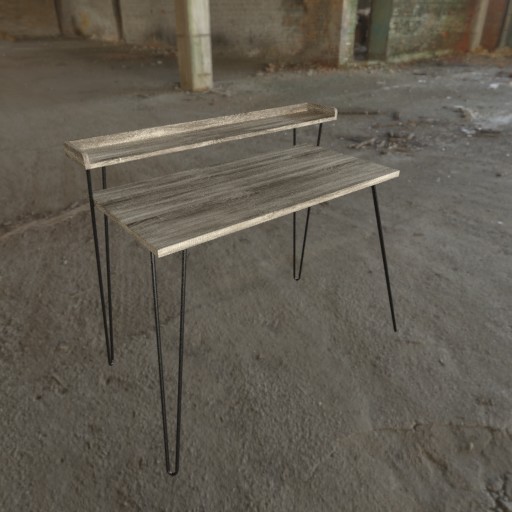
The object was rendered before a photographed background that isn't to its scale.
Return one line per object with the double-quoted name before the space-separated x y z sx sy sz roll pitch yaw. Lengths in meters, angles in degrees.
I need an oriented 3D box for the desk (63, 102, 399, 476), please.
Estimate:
"desk" 0.000 0.000 1.636 1.135 0.899 0.605 -21 36 -33
